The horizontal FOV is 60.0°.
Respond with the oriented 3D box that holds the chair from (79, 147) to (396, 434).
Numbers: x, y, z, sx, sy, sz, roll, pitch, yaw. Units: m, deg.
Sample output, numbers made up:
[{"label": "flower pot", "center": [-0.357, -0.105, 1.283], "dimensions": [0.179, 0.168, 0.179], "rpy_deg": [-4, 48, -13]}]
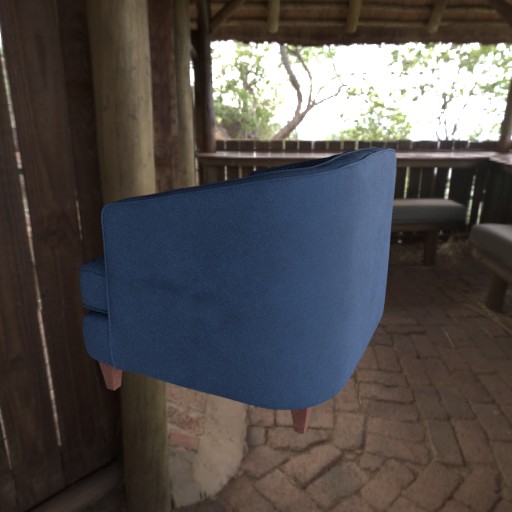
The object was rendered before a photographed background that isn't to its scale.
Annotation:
[{"label": "chair", "center": [0.000, 0.000, 1.770], "dimensions": [0.940, 0.852, 1.094], "rpy_deg": [8, 19, 25]}]
